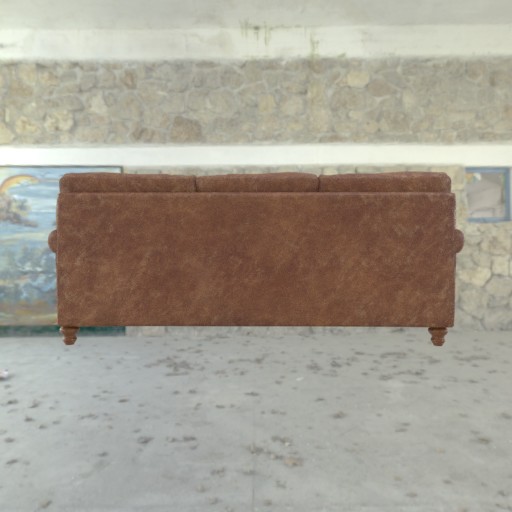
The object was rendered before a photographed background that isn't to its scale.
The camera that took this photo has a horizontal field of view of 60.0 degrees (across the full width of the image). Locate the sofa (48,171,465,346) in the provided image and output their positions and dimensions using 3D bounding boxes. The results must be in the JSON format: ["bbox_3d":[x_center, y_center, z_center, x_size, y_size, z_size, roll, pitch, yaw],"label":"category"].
[{"bbox_3d":[0.000,0.000,2.851,2.351,0.977,0.973,0,0,1],"label":"sofa"}]
